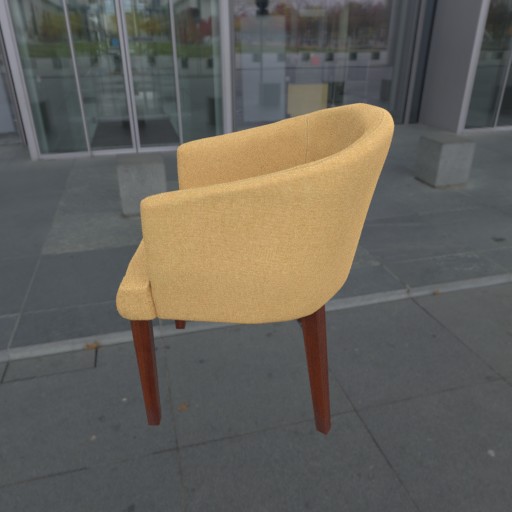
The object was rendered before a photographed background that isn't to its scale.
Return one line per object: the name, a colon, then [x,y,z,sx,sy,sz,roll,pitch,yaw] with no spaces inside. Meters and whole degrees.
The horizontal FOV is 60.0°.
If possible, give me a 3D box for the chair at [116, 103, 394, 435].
chair: [0.000,0.000,1.265,0.655,0.811,0.583,0,26,0]
